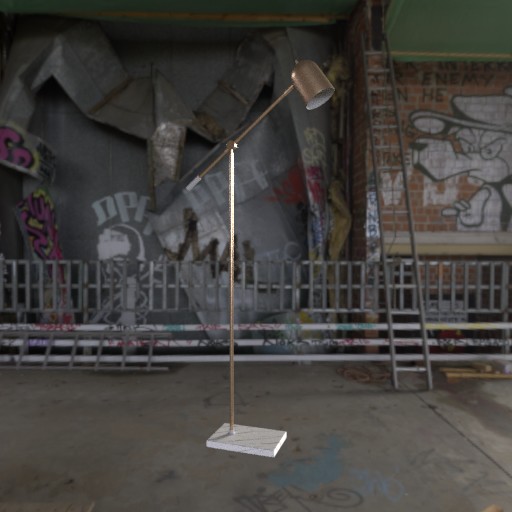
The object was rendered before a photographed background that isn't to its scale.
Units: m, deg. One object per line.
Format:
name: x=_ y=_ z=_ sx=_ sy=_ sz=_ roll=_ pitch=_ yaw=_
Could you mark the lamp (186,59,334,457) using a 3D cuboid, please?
lamp: x=0.000 y=0.000 z=1.869 sx=0.653 sy=1.594 sz=0.194 roll=0 pitch=1 yaw=19
